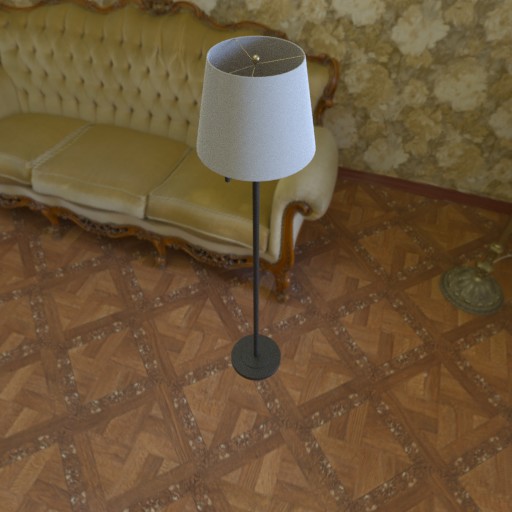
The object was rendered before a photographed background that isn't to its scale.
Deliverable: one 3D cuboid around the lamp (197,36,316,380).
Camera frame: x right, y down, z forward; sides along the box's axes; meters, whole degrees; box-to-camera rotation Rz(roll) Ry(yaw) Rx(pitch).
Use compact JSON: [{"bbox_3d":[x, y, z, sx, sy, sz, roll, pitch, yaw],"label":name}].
[{"bbox_3d":[0.000,0.000,1.647,0.348,1.473,0.348,-21,50,-19],"label":"lamp"}]
